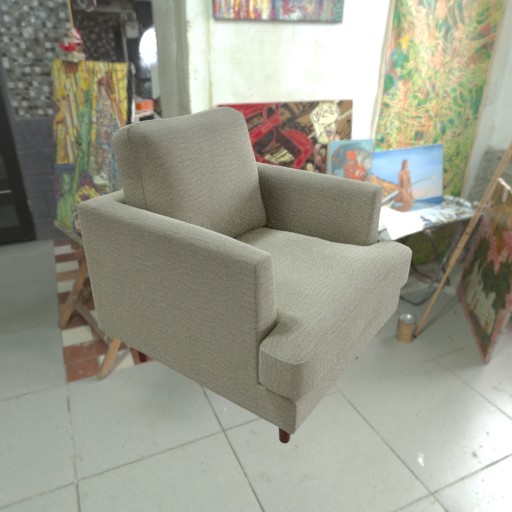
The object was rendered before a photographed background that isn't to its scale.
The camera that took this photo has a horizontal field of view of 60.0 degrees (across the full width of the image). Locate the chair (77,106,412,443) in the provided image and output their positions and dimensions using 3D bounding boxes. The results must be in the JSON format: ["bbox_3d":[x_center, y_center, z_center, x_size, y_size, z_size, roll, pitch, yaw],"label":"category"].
[{"bbox_3d":[0.000,0.000,1.619,0.899,0.957,0.858,17,31,32],"label":"chair"}]
